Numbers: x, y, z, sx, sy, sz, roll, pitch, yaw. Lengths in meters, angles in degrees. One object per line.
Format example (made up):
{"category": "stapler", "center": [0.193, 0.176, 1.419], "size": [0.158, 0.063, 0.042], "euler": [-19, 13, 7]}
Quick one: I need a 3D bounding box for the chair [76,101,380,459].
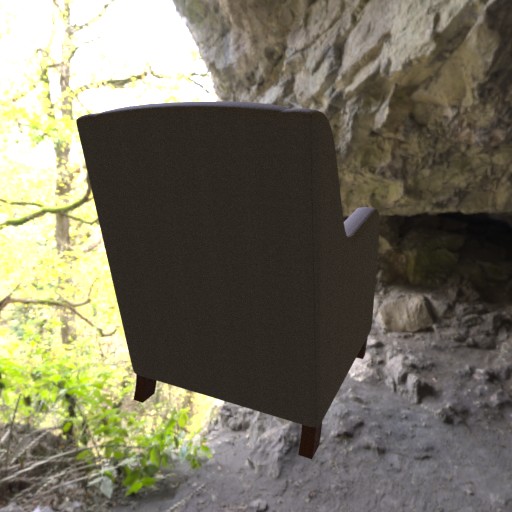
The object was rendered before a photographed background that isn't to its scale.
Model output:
{"category": "chair", "center": [0.000, 0.000, 1.601], "size": [0.715, 1.017, 0.890], "euler": [8, 18, 25]}
